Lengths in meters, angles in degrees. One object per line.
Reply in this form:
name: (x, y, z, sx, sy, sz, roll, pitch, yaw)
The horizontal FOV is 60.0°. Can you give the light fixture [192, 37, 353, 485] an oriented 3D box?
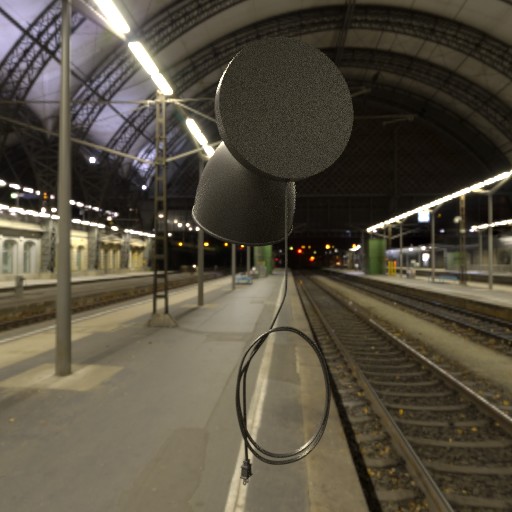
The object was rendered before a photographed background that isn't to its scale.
light fixture: (0.000, 0.000, 0.486, 0.127, 0.401, 0.203, 0, -1, -17)
